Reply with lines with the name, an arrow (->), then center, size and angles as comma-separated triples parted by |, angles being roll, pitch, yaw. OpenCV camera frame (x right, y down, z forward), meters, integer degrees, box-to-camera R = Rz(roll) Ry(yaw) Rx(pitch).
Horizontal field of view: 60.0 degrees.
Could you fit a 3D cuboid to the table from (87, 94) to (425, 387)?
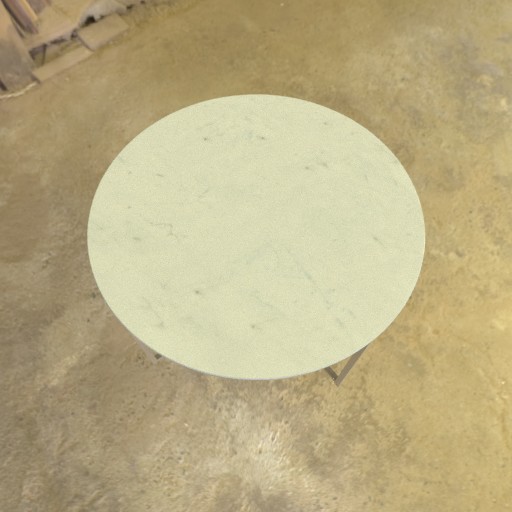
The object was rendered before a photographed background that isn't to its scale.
table -> 0.000, 0.000, 1.262 | 0.800, 0.450, 0.800 | 0, 61, 0
